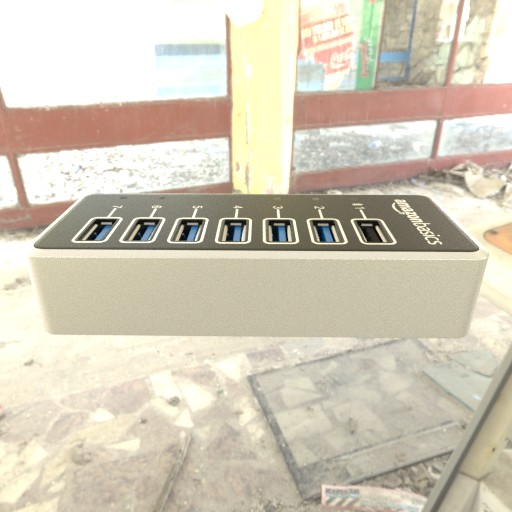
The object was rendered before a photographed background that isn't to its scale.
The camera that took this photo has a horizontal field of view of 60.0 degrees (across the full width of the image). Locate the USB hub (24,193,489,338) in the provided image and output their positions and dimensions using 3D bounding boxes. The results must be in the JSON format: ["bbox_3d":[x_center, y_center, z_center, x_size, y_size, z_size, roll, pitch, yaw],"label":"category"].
[{"bbox_3d":[0.000,0.000,0.126,0.110,0.023,0.044,0,27,1],"label":"USB hub"}]
